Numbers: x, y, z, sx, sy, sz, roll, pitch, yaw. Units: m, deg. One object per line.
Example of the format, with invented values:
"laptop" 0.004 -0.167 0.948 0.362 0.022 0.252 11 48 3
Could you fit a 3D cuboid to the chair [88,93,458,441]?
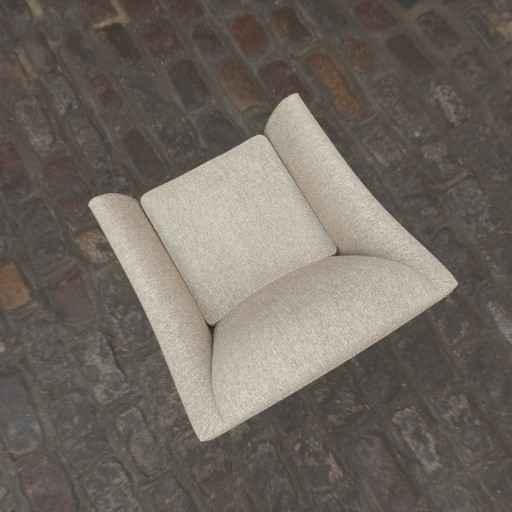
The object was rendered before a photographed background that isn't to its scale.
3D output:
"chair" 0.000 0.000 1.446 0.763 0.839 0.787 -30 78 -7
